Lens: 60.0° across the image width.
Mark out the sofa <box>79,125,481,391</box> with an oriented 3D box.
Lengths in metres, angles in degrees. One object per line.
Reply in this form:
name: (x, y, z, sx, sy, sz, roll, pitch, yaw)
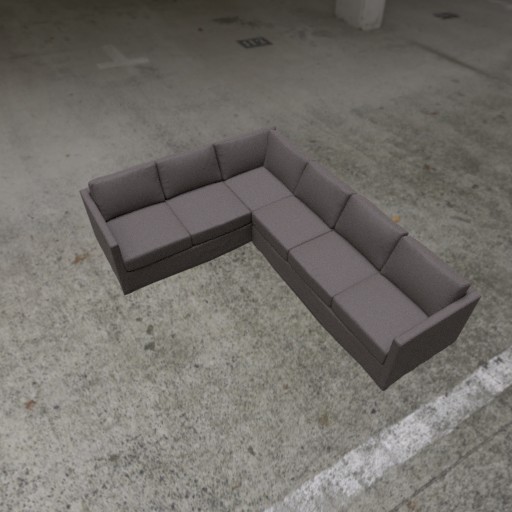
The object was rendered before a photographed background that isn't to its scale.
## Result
sofa: (0.000, 0.000, 4.316, 2.432, 0.871, 3.182, -24, 50, -22)
